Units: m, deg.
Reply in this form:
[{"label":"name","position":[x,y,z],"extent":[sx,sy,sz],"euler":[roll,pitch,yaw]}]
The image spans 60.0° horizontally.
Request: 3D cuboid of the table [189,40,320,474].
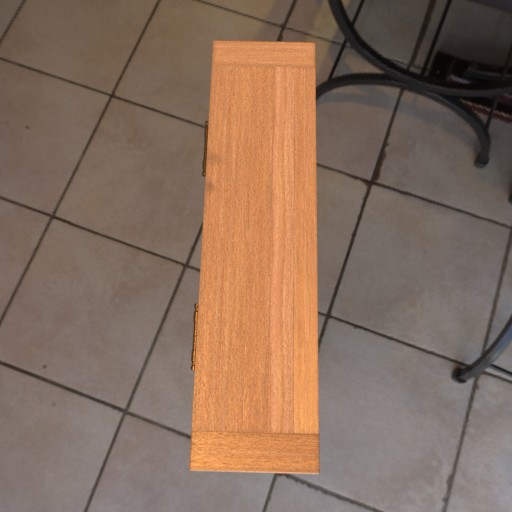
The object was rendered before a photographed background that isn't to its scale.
[{"label":"table","position":[0.000,0.000,1.959],"extent":[0.442,0.762,1.599],"euler":[1,76,0]}]
